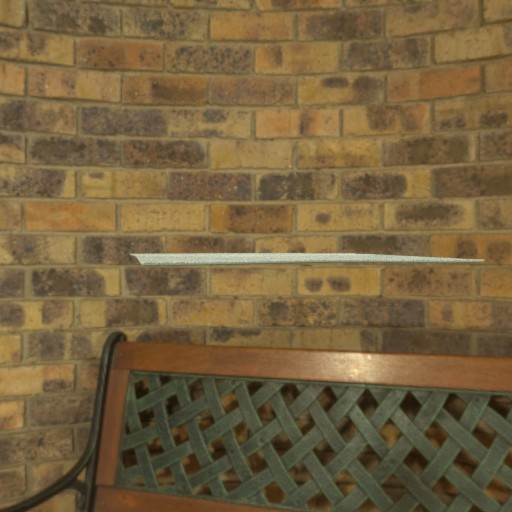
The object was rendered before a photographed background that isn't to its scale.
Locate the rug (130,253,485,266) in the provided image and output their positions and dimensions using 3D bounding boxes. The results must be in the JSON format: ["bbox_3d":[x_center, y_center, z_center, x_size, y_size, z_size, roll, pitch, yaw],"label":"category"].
[{"bbox_3d":[0.000,0.000,5.248,2.802,0.052,4.078,0,1,-17],"label":"rug"}]
